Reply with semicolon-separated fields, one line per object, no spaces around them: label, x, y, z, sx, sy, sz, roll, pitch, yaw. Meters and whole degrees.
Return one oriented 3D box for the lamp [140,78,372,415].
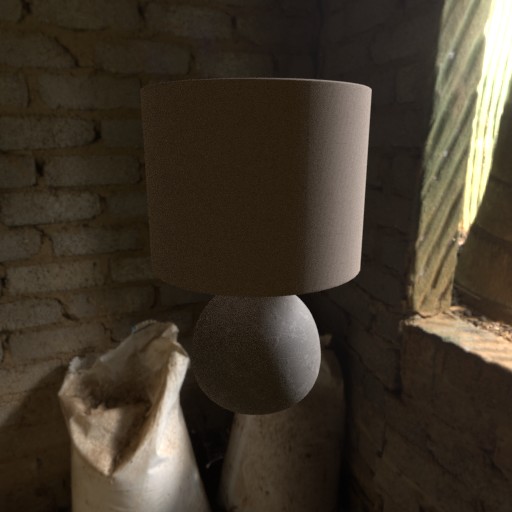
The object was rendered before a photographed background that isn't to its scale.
lamp;0.000;0.000;0.585;0.269;0.409;0.269;8;17;27
